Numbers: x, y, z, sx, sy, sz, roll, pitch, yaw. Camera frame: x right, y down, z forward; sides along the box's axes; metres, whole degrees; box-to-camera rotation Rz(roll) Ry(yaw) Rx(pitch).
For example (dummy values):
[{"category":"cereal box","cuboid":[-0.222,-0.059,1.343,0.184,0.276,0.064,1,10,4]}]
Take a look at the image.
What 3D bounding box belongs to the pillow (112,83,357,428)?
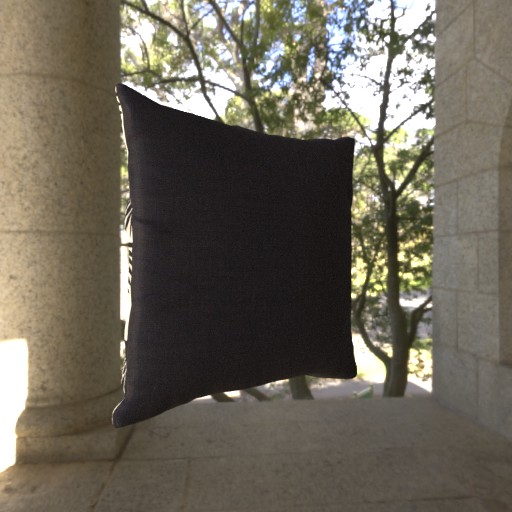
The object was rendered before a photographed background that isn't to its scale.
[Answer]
[{"category":"pillow","cuboid":[0.000,0.000,0.677,0.432,0.432,0.139,1,-1,-35]}]
